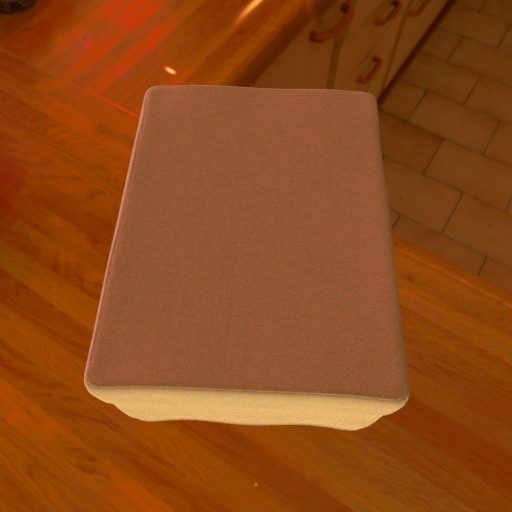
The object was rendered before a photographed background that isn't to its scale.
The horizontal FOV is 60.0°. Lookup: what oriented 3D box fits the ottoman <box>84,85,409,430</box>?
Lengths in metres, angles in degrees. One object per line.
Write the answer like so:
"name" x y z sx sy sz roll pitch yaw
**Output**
"ottoman" 0.000 0.000 1.215 0.648 0.461 0.833 2 63 1
